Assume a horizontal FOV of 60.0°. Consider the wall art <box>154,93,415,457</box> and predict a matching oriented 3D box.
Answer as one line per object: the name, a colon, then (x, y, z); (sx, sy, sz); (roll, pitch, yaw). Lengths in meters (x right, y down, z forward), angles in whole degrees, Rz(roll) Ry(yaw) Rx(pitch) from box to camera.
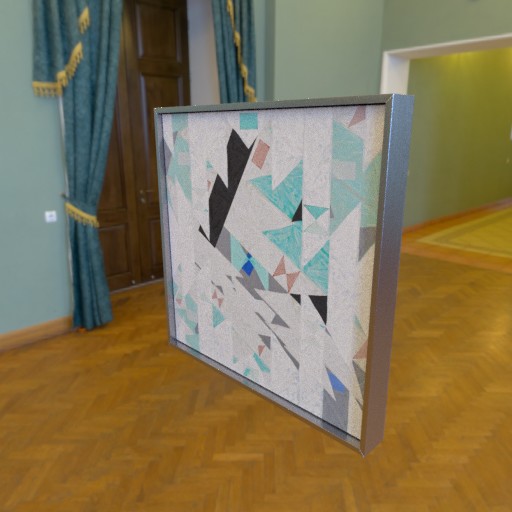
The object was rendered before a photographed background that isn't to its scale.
wall art: (0.000, 0.000, 0.536); (0.350, 0.350, 0.038); (15, 22, 43)
